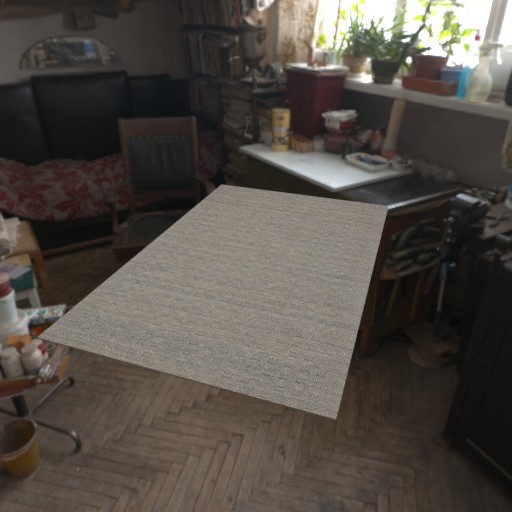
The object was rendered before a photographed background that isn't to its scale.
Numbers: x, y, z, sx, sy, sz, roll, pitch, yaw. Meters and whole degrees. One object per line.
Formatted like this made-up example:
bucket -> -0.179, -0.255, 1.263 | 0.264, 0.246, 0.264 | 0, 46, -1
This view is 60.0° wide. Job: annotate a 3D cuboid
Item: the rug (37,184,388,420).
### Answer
rug -> 0.000, 0.000, 2.237 | 1.142, 0.006, 1.752 | 10, 31, 17
